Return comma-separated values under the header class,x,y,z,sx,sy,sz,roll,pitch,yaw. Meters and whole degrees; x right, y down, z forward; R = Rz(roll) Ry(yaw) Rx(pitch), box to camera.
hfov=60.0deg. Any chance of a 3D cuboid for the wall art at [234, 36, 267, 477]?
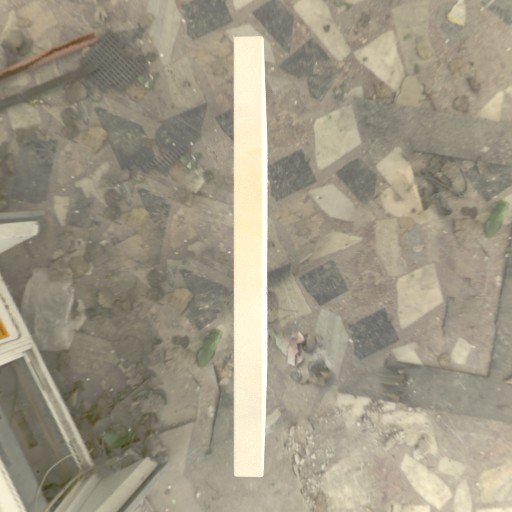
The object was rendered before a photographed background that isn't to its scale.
class,x,y,z,sx,sy,sz,roll,pitch,yaw
wall art,0.000,0.000,1.596,0.071,1.061,1.061,0,90,2
